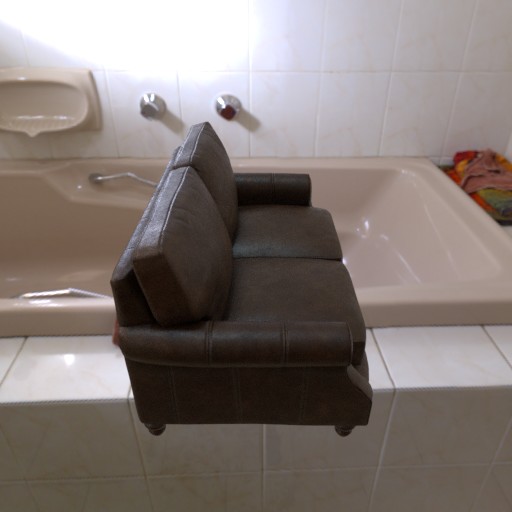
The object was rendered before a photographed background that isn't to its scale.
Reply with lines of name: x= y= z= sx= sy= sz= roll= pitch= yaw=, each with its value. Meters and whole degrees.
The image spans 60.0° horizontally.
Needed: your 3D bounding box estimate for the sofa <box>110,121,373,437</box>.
sofa: x=0.000 y=0.000 z=2.236 sx=0.990 sy=0.976 sz=1.616 roll=0 pitch=32 yaw=0
